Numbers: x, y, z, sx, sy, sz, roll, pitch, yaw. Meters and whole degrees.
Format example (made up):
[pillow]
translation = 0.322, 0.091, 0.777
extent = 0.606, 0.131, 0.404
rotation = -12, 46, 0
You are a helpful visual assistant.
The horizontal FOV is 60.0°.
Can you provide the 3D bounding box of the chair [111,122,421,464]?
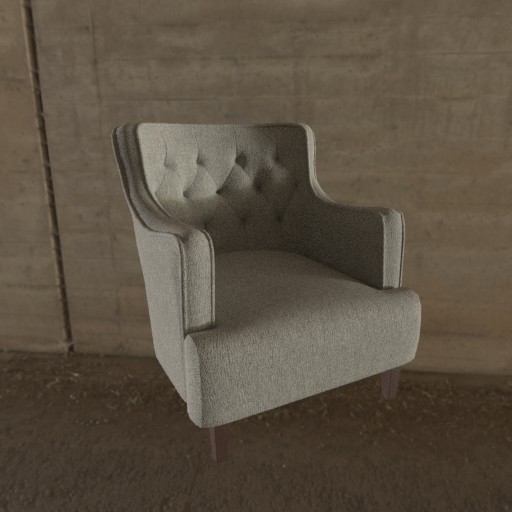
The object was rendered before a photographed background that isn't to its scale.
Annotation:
[chair]
translation = 0.000, 0.000, 1.567
extent = 0.820, 0.920, 0.910
rotation = -9, 19, -27
